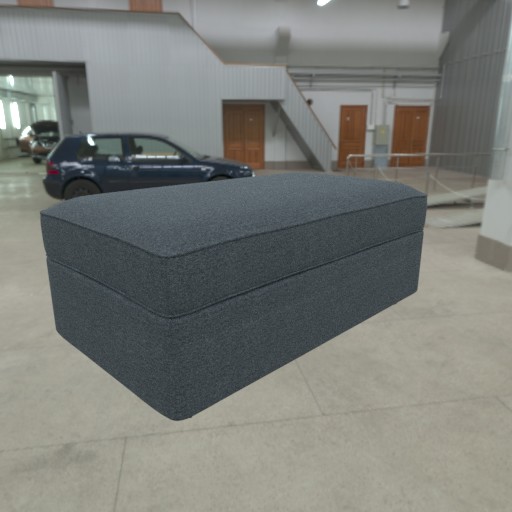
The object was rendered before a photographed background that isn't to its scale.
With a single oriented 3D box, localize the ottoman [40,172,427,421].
[{"bbox_3d":[0.000,0.000,1.528,0.681,0.494,1.173,16,23,43],"label":"ottoman"}]
